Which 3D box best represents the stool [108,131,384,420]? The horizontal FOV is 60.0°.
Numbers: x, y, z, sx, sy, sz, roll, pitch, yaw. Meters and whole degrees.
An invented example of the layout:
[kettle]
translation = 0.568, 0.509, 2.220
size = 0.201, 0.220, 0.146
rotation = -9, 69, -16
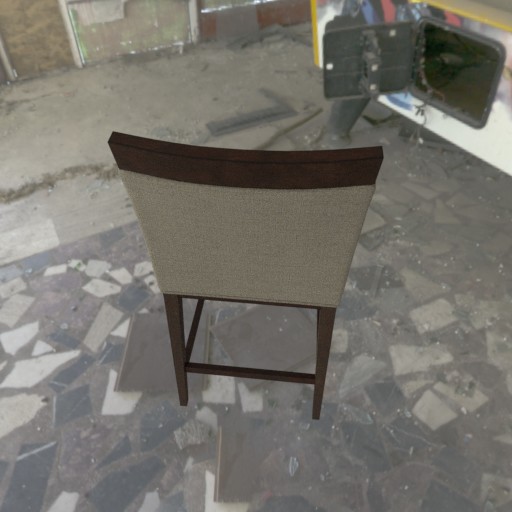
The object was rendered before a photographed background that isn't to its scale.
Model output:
[stool]
translation = 0.000, 0.000, 1.320
size = 0.512, 1.009, 0.531
rotation = 4, 45, 4
